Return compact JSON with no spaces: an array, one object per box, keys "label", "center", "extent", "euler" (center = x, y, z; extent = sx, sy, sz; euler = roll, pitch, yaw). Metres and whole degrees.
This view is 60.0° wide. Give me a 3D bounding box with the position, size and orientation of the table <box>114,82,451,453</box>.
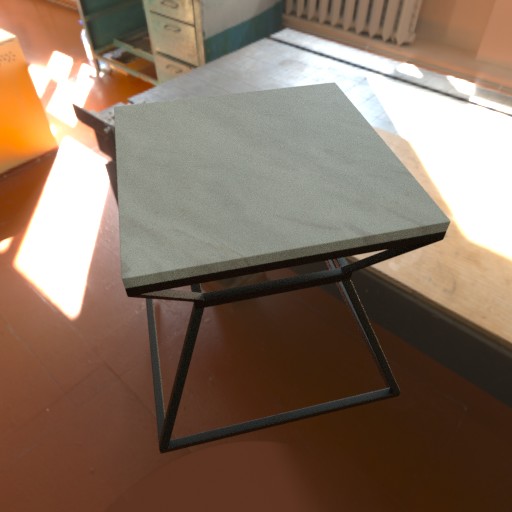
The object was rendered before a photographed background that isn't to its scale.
[{"label":"table","center":[0.000,0.000,0.813],"extent":[0.455,0.431,0.455],"euler":[-10,47,-10]}]
